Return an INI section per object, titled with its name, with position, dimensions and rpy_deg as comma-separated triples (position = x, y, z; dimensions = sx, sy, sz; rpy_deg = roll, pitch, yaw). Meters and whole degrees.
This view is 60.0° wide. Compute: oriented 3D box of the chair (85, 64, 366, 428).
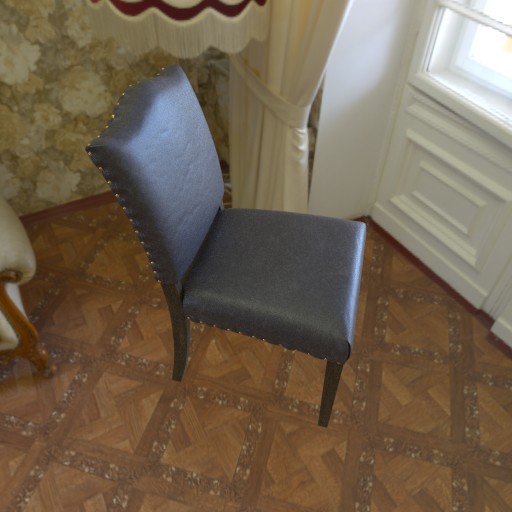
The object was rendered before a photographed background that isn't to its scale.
[chair]
position = 0.000, 0.000, 1.331
dimensions = 0.633, 0.991, 0.500
rpy_deg = 10, 46, 10
